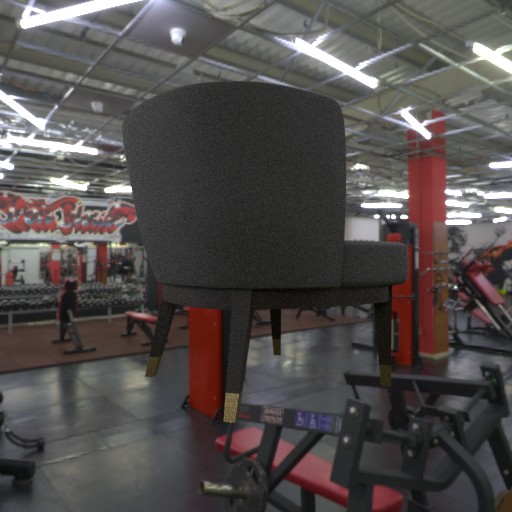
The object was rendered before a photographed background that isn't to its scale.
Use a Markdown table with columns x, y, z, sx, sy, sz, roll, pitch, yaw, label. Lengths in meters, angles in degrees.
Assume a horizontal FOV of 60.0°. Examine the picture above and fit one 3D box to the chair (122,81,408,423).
| x | y | z | sx | sy | sz | roll | pitch | yaw | label |
| --- | --- | --- | --- | --- | --- | --- | --- | --- | --- |
| 0.000 | 0.000 | 1.235 | 0.698 | 0.695 | 0.639 | 0 | -1 | -35 | chair |
